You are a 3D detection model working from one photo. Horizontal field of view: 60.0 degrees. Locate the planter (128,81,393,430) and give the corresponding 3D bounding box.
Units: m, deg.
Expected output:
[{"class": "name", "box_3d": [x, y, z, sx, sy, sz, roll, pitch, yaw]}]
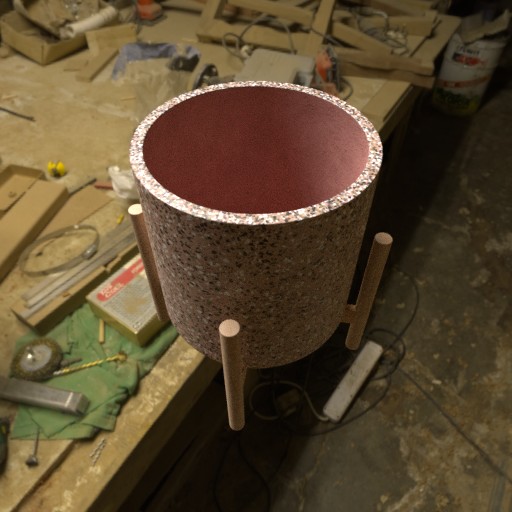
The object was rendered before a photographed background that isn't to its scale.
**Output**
[{"class": "planter", "box_3d": [0.000, 0.000, 0.692, 0.360, 0.419, 0.360, 25, 52, 21]}]
